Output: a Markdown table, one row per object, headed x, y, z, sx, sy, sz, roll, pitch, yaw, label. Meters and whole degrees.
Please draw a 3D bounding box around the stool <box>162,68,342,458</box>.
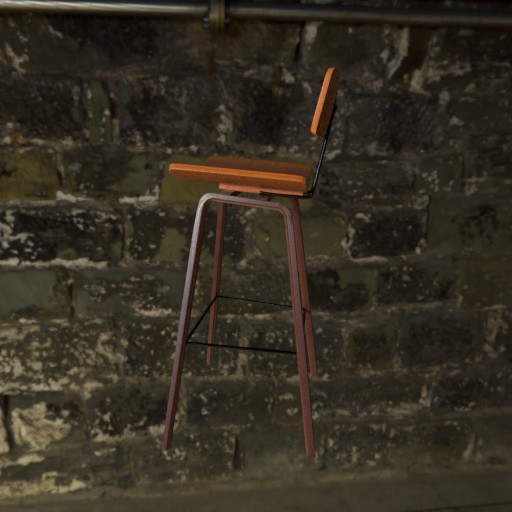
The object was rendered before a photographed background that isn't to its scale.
| x | y | z | sx | sy | sz | roll | pitch | yaw | label |
| --- | --- | --- | --- | --- | --- | --- | --- | --- | --- |
| 0.000 | 0.000 | 1.281 | 0.440 | 0.969 | 0.509 | 2 | 15 | 8 | stool |
